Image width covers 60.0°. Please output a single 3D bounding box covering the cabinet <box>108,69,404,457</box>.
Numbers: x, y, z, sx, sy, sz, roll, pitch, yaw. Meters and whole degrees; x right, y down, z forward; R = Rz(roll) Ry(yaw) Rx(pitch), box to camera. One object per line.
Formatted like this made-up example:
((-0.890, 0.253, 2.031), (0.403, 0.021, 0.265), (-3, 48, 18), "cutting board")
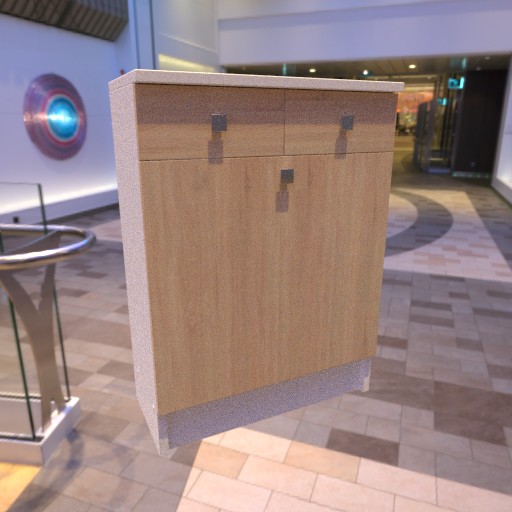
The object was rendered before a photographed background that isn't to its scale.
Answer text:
((0.000, 0.000, 1.115), (0.600, 0.815, 0.296), (-8, 19, -25), "cabinet")
